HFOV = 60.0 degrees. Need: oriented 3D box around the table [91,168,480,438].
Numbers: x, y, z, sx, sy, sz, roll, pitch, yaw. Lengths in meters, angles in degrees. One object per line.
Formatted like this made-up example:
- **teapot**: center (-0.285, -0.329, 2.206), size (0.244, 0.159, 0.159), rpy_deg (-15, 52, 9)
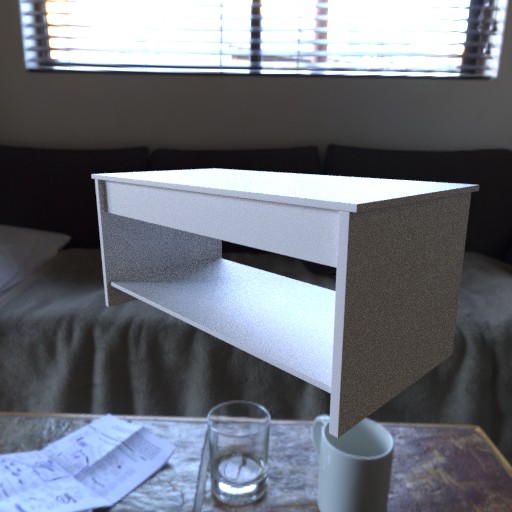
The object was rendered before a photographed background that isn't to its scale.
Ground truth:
- **table**: center (0.000, 0.000, 1.280), size (0.500, 0.441, 1.000), rpy_deg (-13, 19, -42)
